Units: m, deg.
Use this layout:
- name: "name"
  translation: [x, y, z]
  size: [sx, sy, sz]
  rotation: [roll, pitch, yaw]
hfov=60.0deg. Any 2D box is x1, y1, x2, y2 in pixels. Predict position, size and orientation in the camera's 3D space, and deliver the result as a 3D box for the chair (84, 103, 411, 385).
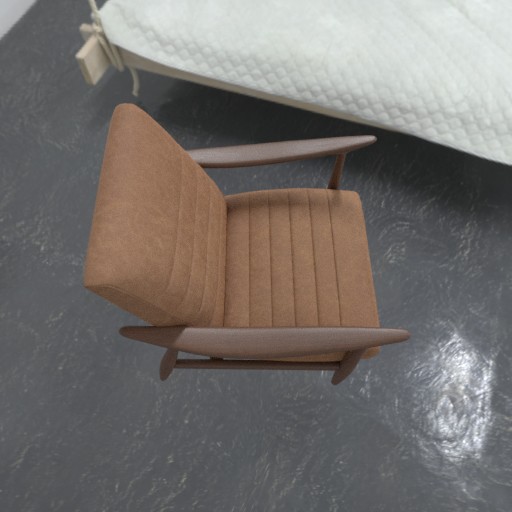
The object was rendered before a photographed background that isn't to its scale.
- name: "chair"
  translation: [0.000, 0.000, 1.463]
  size: [0.798, 0.832, 0.741]
  rotation: [-1, 63, 0]
